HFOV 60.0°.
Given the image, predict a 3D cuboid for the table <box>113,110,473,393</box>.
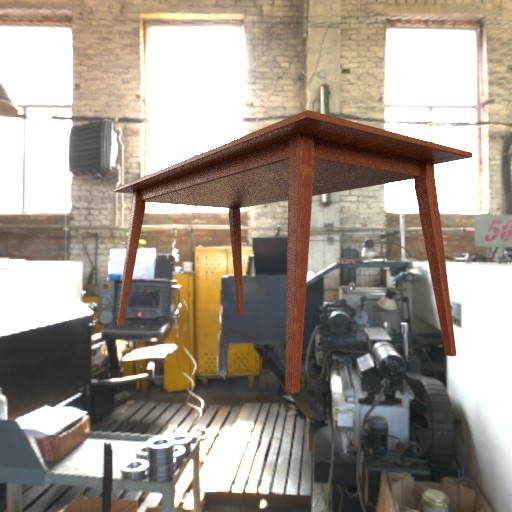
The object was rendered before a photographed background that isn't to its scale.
[{"bbox_3d":[0.000,0.000,2.042,0.811,0.755,1.609,0,0,-35],"label":"table"}]
